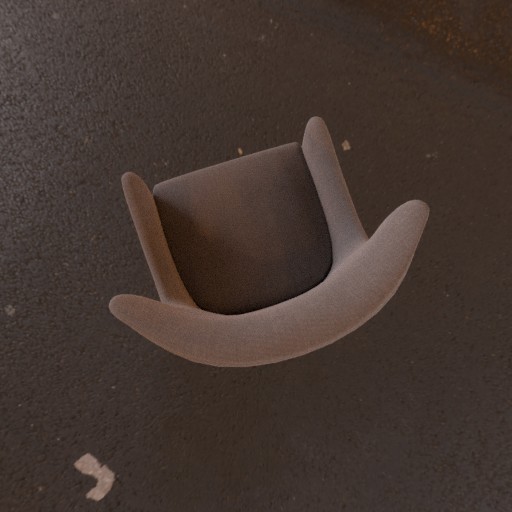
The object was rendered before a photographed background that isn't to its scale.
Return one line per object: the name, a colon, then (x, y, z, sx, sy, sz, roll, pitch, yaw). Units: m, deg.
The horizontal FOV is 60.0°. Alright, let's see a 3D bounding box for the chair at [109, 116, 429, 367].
chair: (0.000, 0.000, 1.432, 0.732, 0.948, 0.677, -18, 77, -4)
